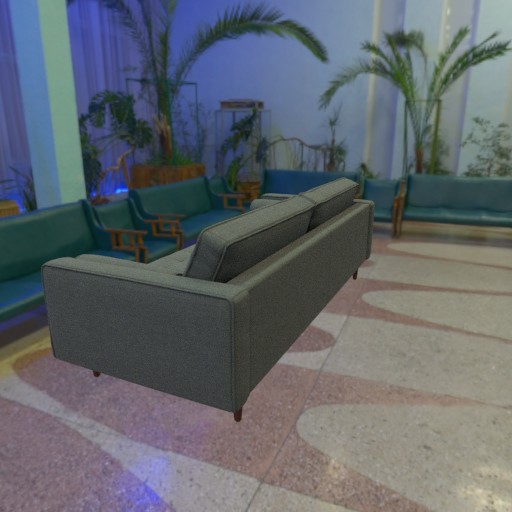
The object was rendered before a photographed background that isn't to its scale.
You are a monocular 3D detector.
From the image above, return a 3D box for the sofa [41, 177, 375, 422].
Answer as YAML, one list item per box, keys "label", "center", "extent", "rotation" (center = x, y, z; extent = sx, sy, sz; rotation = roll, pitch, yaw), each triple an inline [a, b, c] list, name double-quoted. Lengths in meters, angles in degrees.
- label: "sofa"
  center: [0.000, 0.000, 2.588]
  extent: [0.914, 0.762, 2.198]
  rotation: [8, 18, 25]
